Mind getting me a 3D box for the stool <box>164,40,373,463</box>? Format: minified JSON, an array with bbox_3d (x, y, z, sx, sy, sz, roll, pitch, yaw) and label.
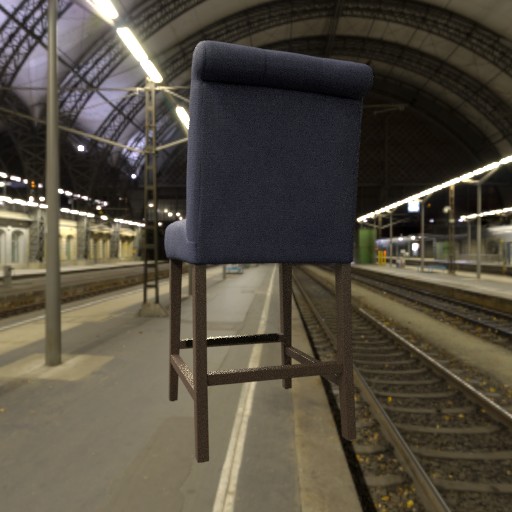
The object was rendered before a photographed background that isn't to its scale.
[{"bbox_3d":[0.000,0.000,1.343,0.493,1.010,0.601,0,1,-18],"label":"stool"}]
